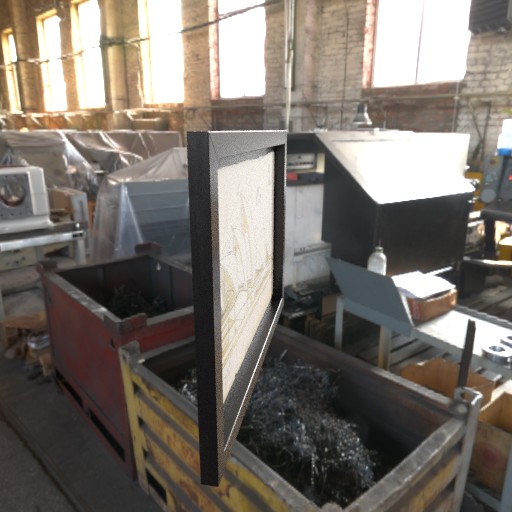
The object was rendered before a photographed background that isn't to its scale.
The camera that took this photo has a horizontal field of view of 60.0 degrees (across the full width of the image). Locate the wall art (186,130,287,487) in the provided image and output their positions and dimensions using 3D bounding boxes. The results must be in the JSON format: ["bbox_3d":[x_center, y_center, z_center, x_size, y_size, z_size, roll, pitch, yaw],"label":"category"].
[{"bbox_3d":[0.000,0.000,0.842,0.027,0.458,0.657,3,16,11],"label":"wall art"}]
